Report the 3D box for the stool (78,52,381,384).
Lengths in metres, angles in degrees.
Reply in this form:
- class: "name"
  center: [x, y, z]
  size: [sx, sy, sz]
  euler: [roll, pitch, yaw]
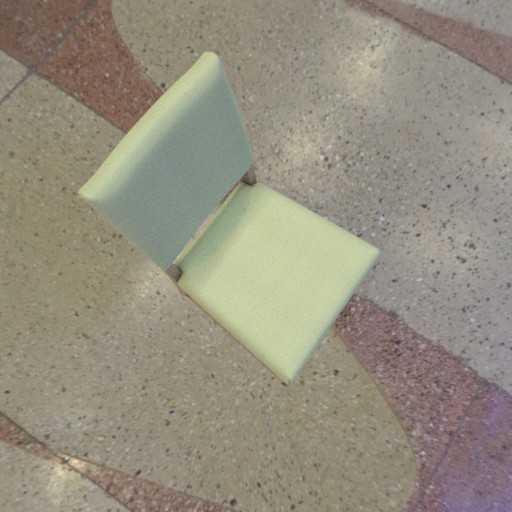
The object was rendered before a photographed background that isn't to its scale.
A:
- class: "stool"
  center: [0.000, 0.000, 1.375]
  size: [0.623, 0.986, 0.508]
  euler: [35, 78, 9]
